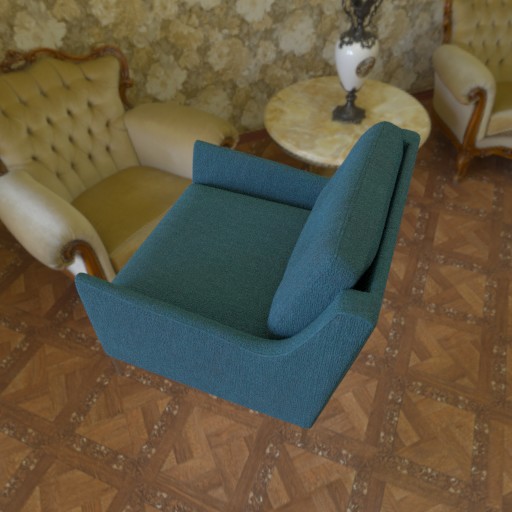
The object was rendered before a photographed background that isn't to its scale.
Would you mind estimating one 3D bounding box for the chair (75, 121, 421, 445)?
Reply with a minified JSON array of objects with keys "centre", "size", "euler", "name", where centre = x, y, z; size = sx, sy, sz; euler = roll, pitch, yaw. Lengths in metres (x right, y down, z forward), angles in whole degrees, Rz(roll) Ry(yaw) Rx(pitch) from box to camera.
[{"centre":[0.000,0.000,1.532],"size":[0.849,0.828,0.847],"euler":[15,48,14],"name":"chair"}]
